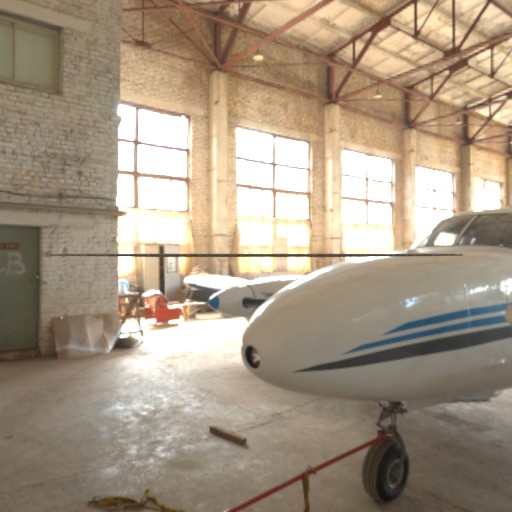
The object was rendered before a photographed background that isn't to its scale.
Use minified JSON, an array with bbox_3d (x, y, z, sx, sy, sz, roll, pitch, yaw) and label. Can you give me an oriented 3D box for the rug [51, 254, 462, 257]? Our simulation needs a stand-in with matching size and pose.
[{"bbox_3d":[0.000,0.000,3.926,2.312,0.013,2.940,0,0,0],"label":"rug"}]
